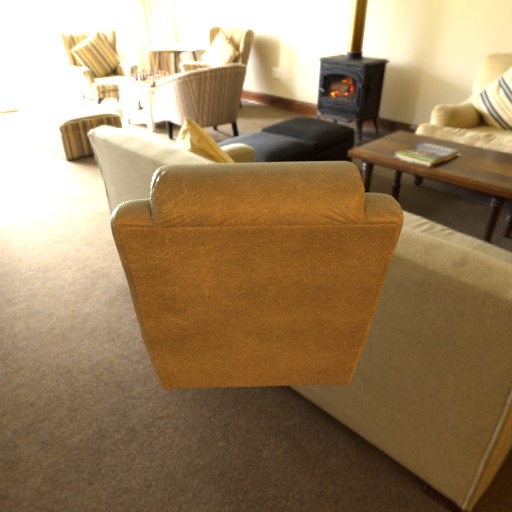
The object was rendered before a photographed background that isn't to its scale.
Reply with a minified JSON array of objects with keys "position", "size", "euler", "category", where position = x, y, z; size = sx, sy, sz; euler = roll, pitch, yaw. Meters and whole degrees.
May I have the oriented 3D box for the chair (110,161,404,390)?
[{"position":[0.000,0.000,1.952],"size":[0.967,1.116,1.068],"euler":[-1,31,-2],"category":"chair"}]
